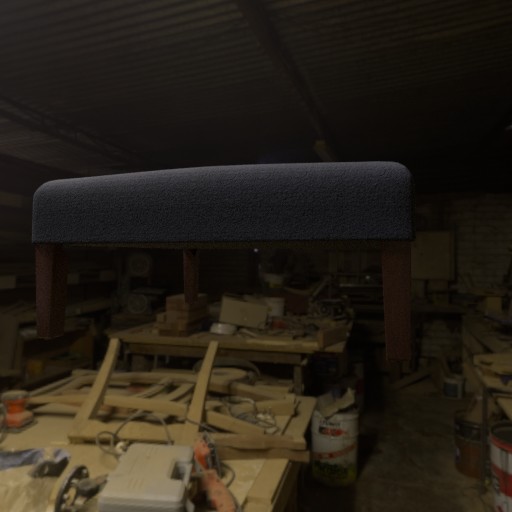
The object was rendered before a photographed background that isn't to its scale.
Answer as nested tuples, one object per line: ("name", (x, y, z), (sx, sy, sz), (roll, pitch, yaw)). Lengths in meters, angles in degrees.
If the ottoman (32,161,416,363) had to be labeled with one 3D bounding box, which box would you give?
("ottoman", (0.000, 0.000, 1.376), (0.890, 0.411, 0.889), (0, 0, 17))
